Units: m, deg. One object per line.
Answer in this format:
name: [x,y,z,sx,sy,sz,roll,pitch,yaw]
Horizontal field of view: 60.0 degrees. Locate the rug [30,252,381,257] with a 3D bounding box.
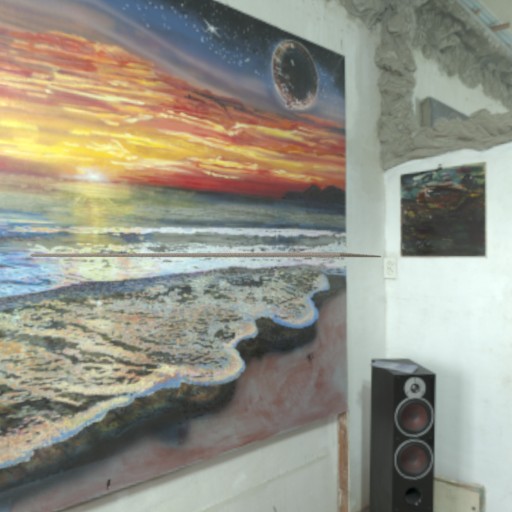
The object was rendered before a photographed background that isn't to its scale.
rug: [0.000,0.000,2.136,1.066,0.011,1.677,0,0,19]
